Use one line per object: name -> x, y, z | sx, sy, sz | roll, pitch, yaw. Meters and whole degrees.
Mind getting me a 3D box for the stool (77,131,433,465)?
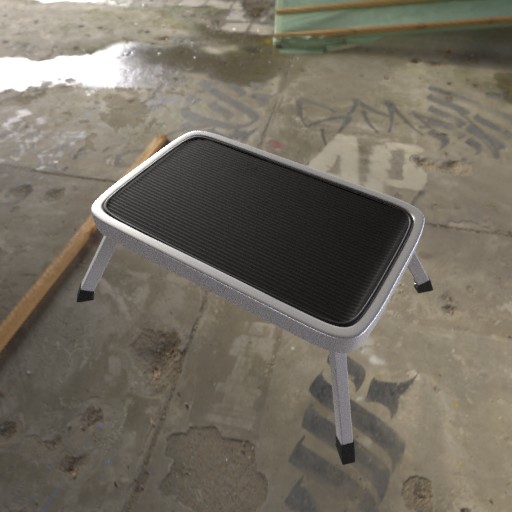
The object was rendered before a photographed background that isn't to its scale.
stool -> 0.000, 0.000, 0.623 | 0.460, 0.170, 0.320 | 25, 52, 21
